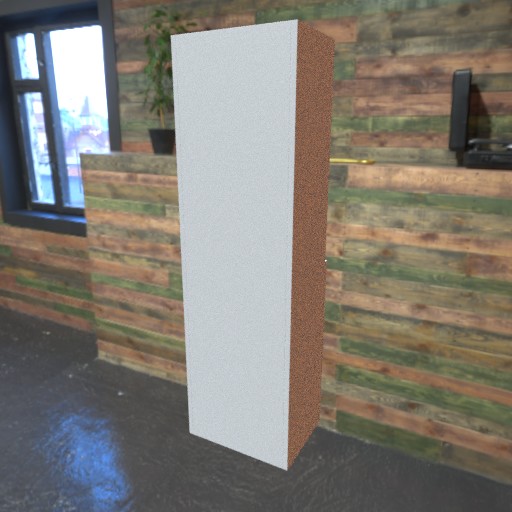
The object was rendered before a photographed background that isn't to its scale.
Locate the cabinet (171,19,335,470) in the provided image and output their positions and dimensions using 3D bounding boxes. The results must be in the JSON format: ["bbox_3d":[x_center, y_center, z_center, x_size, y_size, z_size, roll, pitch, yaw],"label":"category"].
[{"bbox_3d":[0.000,0.000,1.504,0.400,1.350,0.300,8,18,27],"label":"cabinet"}]
